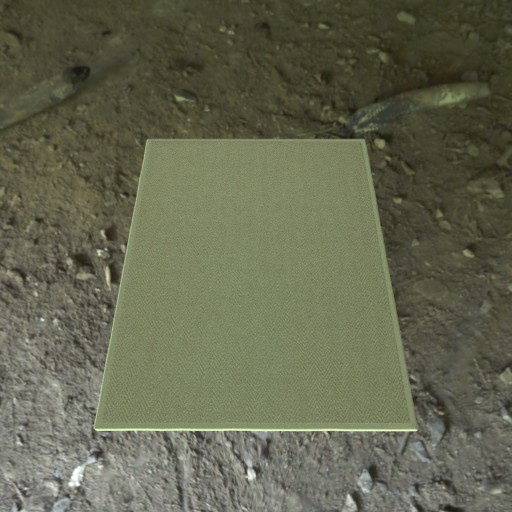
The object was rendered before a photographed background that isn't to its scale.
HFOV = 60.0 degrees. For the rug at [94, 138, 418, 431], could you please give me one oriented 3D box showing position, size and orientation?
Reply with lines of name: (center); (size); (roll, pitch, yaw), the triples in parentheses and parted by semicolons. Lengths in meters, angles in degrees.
rug: (0.000, 0.000, 4.090); (2.407, 0.020, 3.051); (0, 58, 0)
